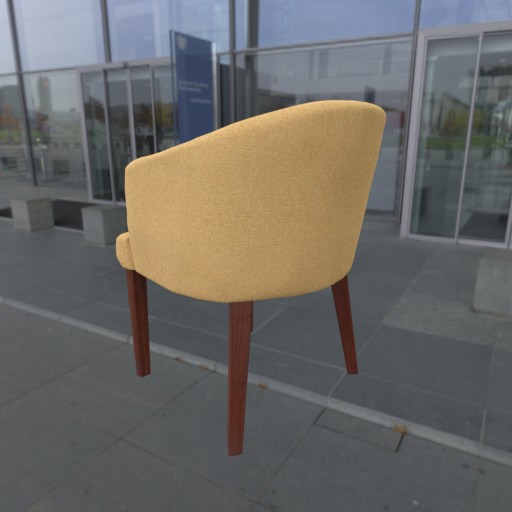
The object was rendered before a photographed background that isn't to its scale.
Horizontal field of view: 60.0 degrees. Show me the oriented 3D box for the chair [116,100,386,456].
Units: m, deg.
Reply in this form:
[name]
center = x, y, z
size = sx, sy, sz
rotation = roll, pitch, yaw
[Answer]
[chair]
center = 0.000, 0.000, 1.263
size = 0.583, 0.811, 0.655
rotation = -15, 22, -43
